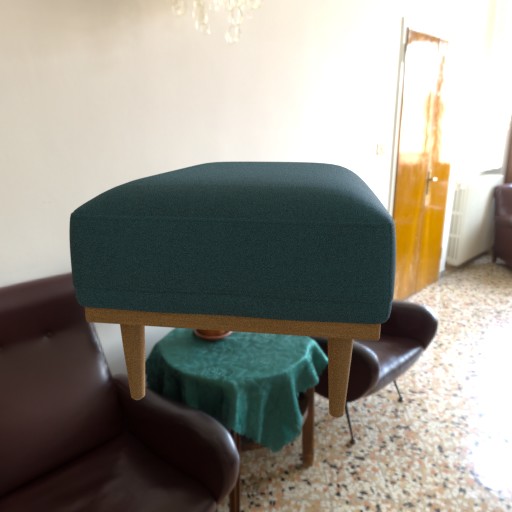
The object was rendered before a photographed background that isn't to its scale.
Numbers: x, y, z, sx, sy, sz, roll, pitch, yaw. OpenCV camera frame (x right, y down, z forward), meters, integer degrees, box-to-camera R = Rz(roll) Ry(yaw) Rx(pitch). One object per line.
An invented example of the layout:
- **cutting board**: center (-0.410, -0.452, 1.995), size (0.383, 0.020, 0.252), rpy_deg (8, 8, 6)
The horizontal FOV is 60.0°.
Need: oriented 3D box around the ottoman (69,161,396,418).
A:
- **ottoman**: center (0.000, 0.000, 1.075), size (0.549, 0.428, 0.749), rpy_deg (2, 15, 8)
